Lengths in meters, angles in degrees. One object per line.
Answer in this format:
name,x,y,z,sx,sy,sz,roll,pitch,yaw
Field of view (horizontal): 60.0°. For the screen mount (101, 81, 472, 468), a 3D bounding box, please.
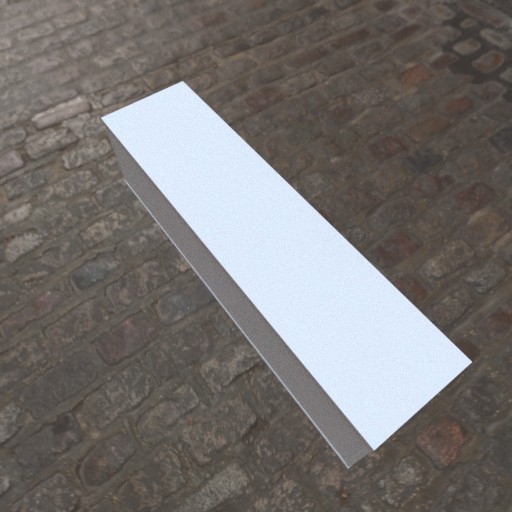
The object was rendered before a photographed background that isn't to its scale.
screen mount,0.000,0.000,1.793,0.418,0.520,1.600,-32,63,-18
